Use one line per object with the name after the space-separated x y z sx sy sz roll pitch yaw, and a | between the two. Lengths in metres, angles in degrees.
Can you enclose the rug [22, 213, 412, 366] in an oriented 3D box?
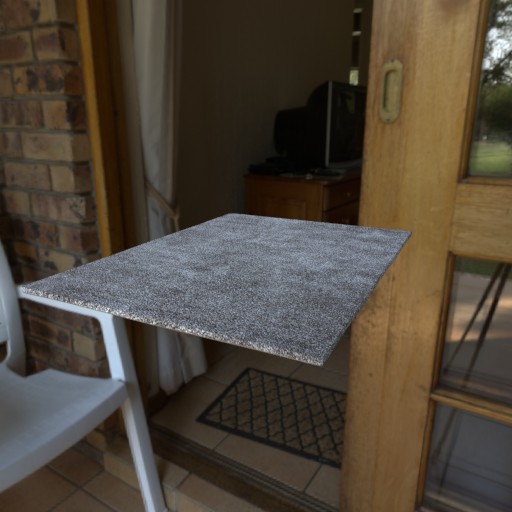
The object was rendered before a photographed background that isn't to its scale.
0.000 0.000 2.114 1.198 0.025 1.601 8 19 25 | rug
